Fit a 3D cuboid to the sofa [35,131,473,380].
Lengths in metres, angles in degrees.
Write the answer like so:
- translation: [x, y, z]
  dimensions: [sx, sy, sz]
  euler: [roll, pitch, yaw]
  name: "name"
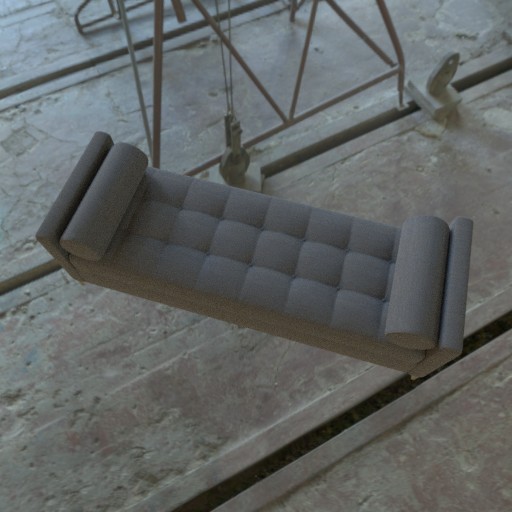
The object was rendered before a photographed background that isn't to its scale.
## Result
- translation: [0.000, 0.000, 2.366]
  dimensions: [1.981, 0.635, 0.686]
  euler: [15, 65, 7]
  name: "sofa"
